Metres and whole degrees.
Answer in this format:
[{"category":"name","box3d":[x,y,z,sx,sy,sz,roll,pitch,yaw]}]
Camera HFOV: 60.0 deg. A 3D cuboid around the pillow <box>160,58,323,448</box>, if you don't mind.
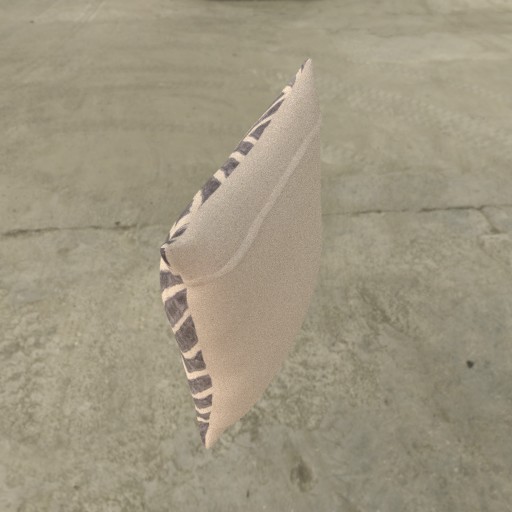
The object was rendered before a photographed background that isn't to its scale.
[{"category":"pillow","box3d":[0.000,0.000,0.672,0.182,0.441,0.440,16,47,15]}]
